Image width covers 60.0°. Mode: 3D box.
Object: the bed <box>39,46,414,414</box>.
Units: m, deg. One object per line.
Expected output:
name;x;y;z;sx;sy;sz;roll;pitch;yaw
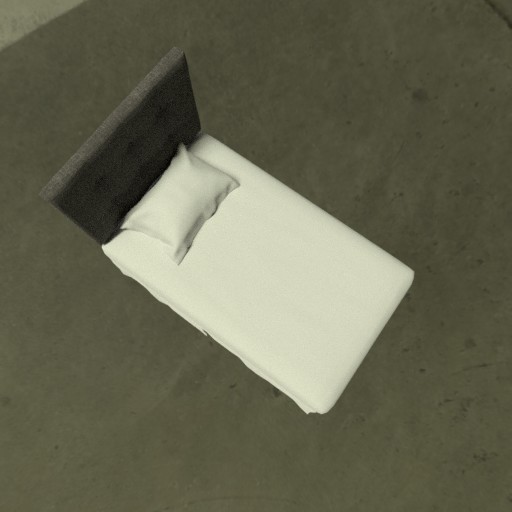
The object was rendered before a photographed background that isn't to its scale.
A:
bed;0.000;0.000;3.002;1.997;1.571;1.261;35;78;9
